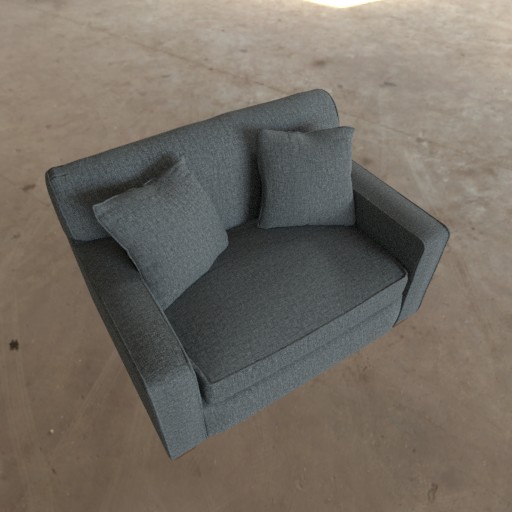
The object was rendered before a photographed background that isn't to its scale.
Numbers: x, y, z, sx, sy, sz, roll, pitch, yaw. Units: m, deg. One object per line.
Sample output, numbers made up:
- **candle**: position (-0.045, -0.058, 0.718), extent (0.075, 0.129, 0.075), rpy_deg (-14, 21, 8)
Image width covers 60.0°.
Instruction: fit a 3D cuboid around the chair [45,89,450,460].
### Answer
- **chair**: position (0.000, 0.000, 1.989), extent (1.383, 0.948, 1.000), rpy_deg (-24, 50, -22)
